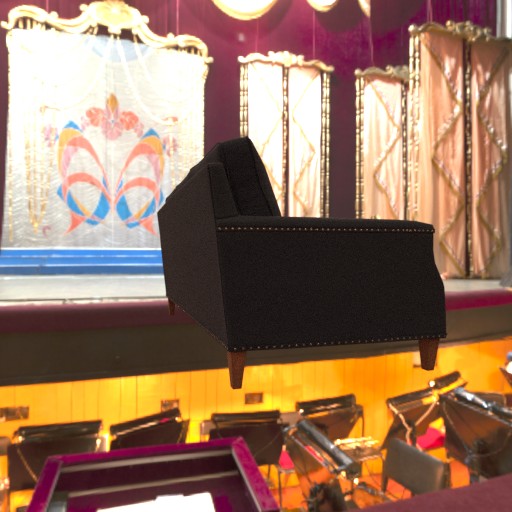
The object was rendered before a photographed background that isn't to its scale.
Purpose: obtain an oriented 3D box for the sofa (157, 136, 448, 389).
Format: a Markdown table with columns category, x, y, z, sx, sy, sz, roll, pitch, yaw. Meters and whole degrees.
| category | x | y | z | sx | sy | sz | roll | pitch | yaw |
| --- | --- | --- | --- | --- | --- | --- | --- | --- | --- |
| sofa | 0.000 | 0.000 | 2.834 | 1.084 | 1.003 | 2.246 | 0 | 0 | -17 |
